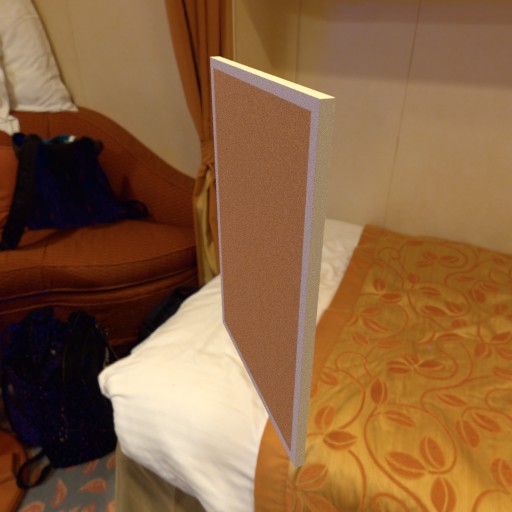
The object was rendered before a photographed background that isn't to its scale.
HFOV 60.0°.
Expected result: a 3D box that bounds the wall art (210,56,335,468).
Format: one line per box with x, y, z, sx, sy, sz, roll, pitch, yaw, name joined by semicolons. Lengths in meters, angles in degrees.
0.000;0.000;0.559;0.013;0.433;0.303;-11;32;-18;wall art
